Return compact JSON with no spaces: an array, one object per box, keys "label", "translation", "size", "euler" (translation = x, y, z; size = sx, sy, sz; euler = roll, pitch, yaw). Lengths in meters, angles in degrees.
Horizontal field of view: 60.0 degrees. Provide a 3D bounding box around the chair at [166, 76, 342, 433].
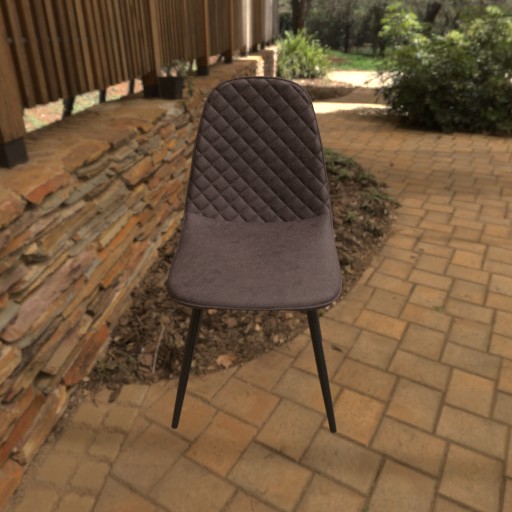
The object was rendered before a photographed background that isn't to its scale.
[{"label":"chair","translation":[0.000,0.000,1.250],"size":[0.472,0.889,0.561],"euler":[1,28,2]}]
